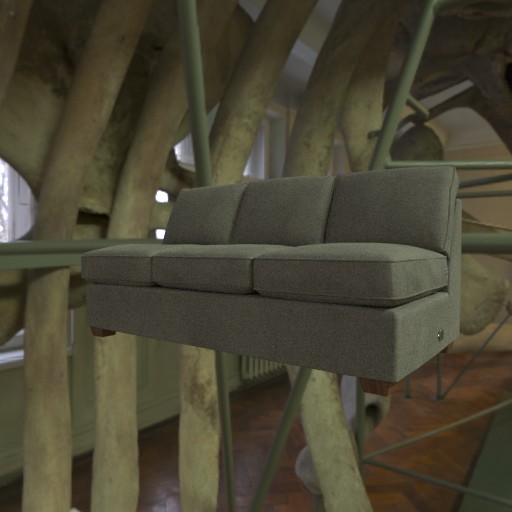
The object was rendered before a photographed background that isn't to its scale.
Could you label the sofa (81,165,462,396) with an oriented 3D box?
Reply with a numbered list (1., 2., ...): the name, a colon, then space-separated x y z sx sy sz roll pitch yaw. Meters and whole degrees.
1. sofa: 0.000 0.000 2.501 1.962 0.973 1.027 1 2 37
